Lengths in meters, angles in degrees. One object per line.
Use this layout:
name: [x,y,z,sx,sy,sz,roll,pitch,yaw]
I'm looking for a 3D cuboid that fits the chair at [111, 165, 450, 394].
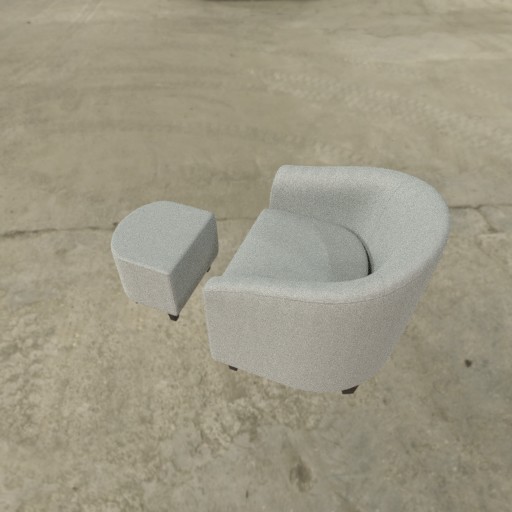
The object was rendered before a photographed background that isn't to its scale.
chair: [0.000,0.000,1.780,1.288,0.757,0.756,16,47,15]
